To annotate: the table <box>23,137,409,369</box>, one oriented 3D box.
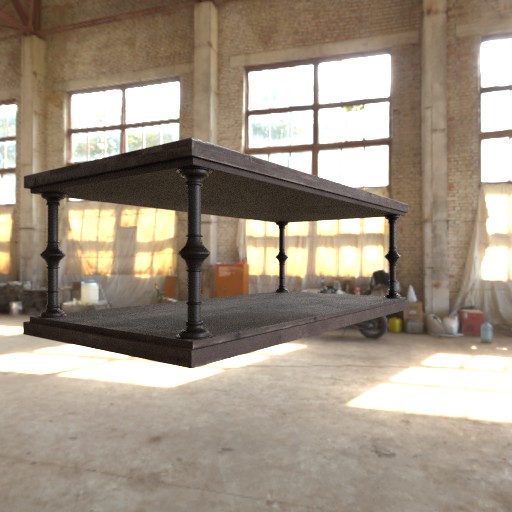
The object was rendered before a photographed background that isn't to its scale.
[{"bbox_3d":[0.000,0.000,1.314,0.554,0.373,1.088,0,-1,37],"label":"table"}]
